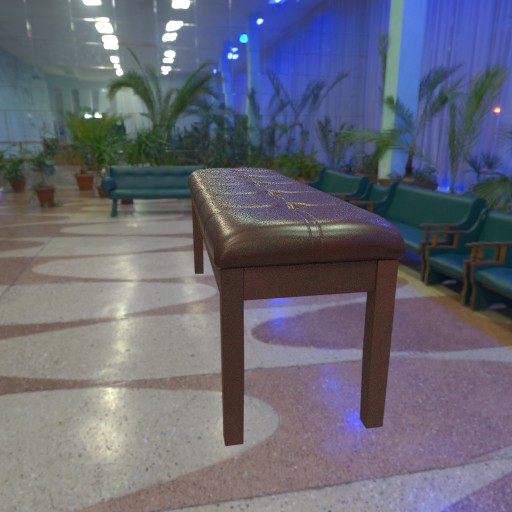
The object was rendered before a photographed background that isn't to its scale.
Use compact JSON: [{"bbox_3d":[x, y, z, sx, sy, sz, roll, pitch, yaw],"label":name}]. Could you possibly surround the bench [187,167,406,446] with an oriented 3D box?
[{"bbox_3d":[0.000,0.000,1.502,0.401,0.491,1.259,-3,17,-10],"label":"bench"}]
